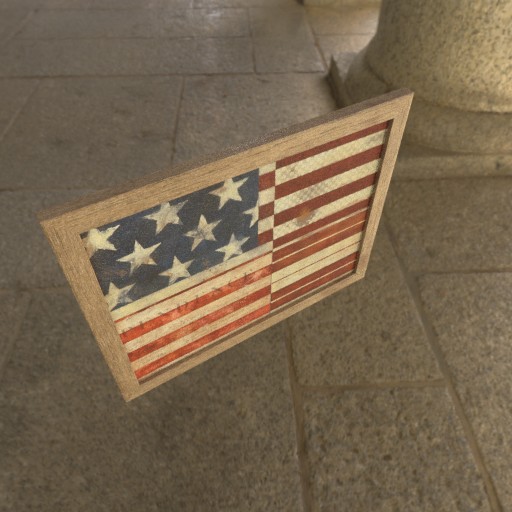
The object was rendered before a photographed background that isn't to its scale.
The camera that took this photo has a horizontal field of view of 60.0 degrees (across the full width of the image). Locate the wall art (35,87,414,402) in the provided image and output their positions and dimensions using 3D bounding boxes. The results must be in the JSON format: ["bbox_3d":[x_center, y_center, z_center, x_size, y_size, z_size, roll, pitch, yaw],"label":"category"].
[{"bbox_3d":[0.000,0.000,0.913,0.690,0.535,0.026,-24,51,-21],"label":"wall art"}]
